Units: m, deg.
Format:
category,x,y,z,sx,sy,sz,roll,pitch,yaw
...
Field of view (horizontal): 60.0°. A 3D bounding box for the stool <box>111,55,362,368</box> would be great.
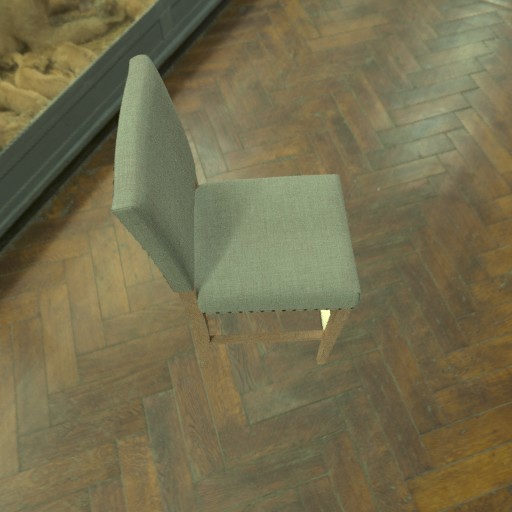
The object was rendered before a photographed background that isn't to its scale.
category,x,y,z,sx,sy,sz,roll,pitch,yaw
stool,0.000,0.000,1.450,0.585,1.203,0.445,-3,61,-1
